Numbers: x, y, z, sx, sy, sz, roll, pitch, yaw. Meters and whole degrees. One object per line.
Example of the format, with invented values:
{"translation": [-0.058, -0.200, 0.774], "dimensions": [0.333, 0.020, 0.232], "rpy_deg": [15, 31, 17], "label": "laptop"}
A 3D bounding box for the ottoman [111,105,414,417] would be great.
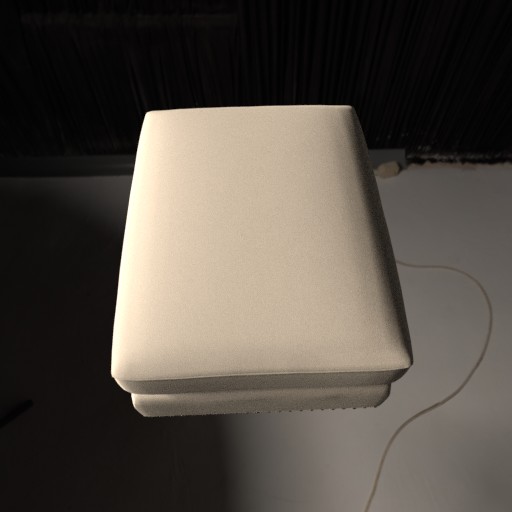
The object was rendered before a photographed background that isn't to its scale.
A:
{"translation": [0.000, 0.000, 1.159], "dimensions": [0.584, 0.513, 0.741], "rpy_deg": [-2, 58, -1], "label": "ottoman"}
